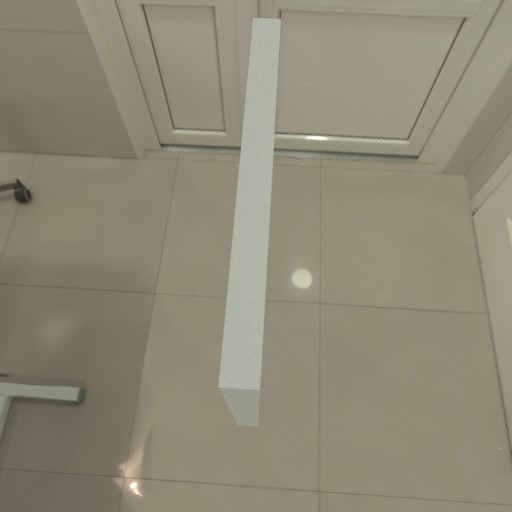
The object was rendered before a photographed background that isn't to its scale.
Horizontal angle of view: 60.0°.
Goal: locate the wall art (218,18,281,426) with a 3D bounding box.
[{"bbox_3d":[0.000,0.000,0.526,0.027,0.355,0.355,3,65,1],"label":"wall art"}]
